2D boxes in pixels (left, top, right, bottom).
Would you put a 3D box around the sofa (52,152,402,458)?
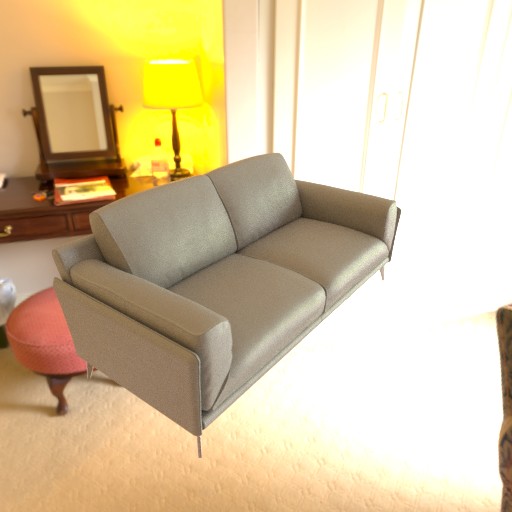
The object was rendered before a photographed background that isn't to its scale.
[{"bbox_3d":[0.000,0.000,2.744,1.049,0.930,2.101,19,32,33],"label":"sofa"}]
